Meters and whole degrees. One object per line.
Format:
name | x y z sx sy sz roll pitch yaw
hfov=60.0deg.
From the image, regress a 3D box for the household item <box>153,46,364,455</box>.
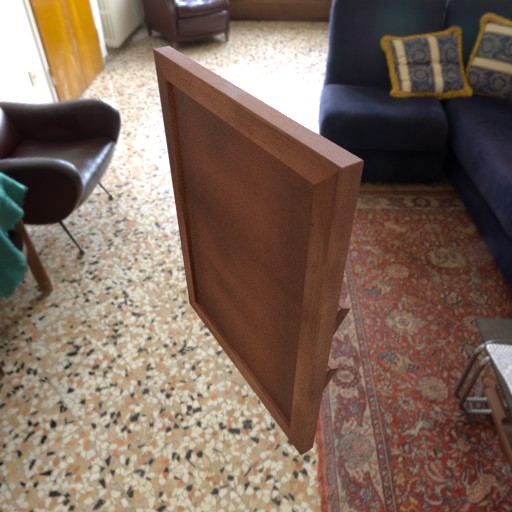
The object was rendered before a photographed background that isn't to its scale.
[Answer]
household item | 0.000 0.000 0.533 0.067 0.407 0.310 -23 46 -24
